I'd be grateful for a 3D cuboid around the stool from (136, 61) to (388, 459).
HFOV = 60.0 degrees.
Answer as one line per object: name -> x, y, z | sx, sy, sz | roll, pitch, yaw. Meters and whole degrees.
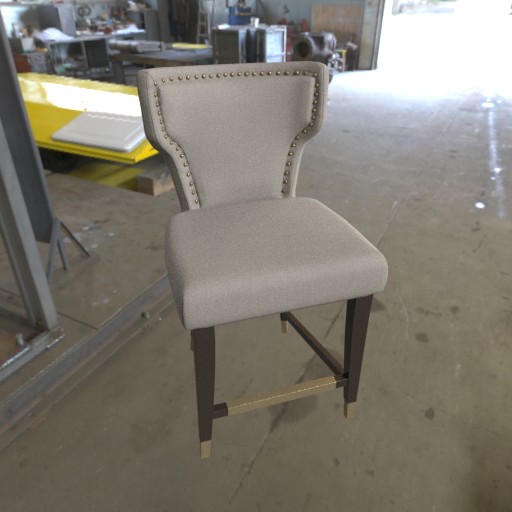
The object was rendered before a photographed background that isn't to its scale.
stool -> 0.000, 0.000, 1.282 | 0.527, 0.982, 0.563 | -9, 32, -15
